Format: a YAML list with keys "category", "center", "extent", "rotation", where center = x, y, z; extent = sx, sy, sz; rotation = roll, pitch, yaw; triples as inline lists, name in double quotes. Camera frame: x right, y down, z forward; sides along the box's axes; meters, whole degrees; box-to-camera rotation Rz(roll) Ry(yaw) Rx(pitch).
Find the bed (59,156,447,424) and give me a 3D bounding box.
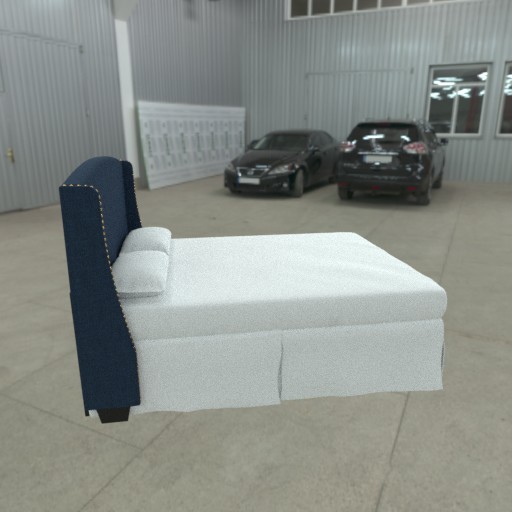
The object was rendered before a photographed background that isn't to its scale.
- category: "bed"
  center: [0.000, 0.000, 3.179]
  extent: [2.223, 1.402, 1.604]
  rotation: [-3, 17, -9]
